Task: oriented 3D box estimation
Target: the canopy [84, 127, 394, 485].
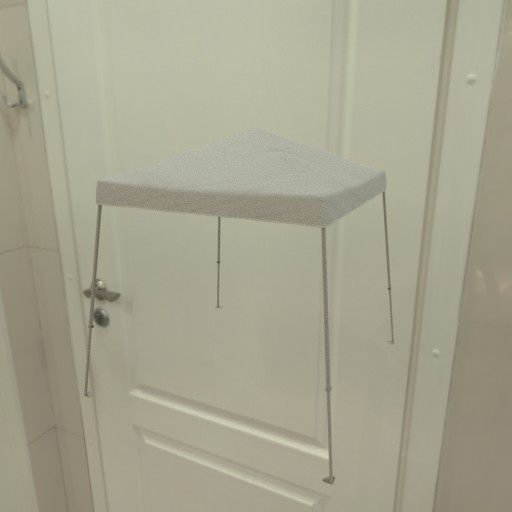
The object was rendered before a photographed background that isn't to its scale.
[{"bbox_3d":[0.000,0.000,5.117,2.849,2.849,2.848,8,18,25],"label":"canopy"}]
